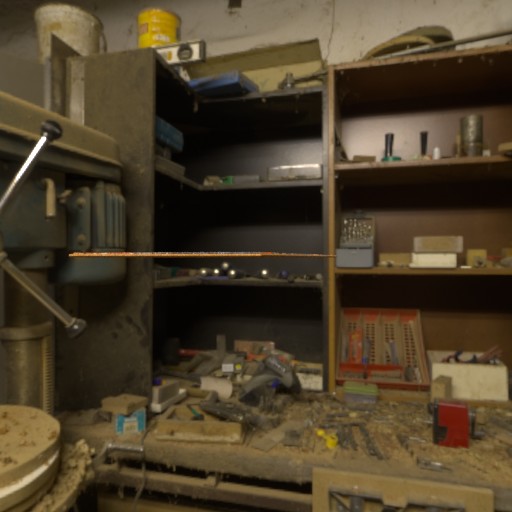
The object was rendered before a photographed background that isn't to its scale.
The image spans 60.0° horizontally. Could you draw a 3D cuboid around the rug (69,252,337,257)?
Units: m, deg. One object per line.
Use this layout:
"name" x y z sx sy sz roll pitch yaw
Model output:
"rug" 0.000 0.000 2.018 0.556 0.013 1.820 0 0 16
